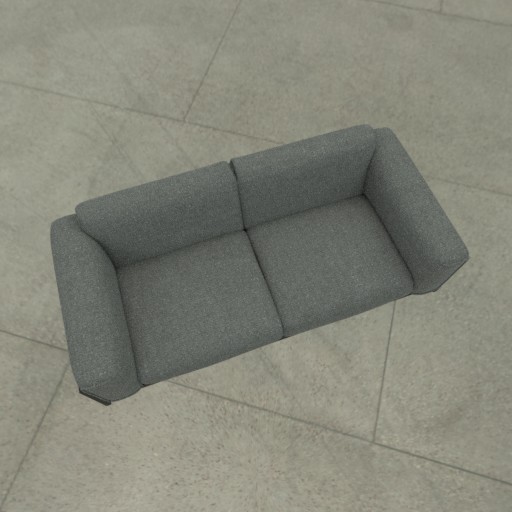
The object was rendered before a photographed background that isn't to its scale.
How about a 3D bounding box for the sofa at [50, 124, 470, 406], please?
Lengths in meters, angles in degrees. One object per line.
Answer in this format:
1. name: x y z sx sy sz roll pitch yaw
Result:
1. sofa: 0.000 0.000 2.562 2.125 0.703 0.985 -17 65 -9
